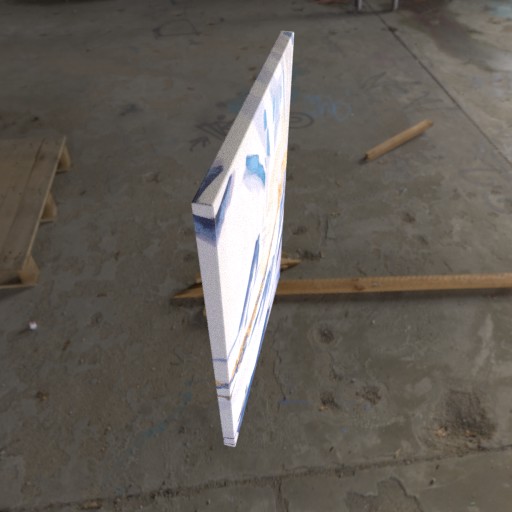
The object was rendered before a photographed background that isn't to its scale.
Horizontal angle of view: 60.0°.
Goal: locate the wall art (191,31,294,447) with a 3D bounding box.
[{"bbox_3d":[0.000,0.000,1.328,0.038,1.015,0.761,10,47,9],"label":"wall art"}]
